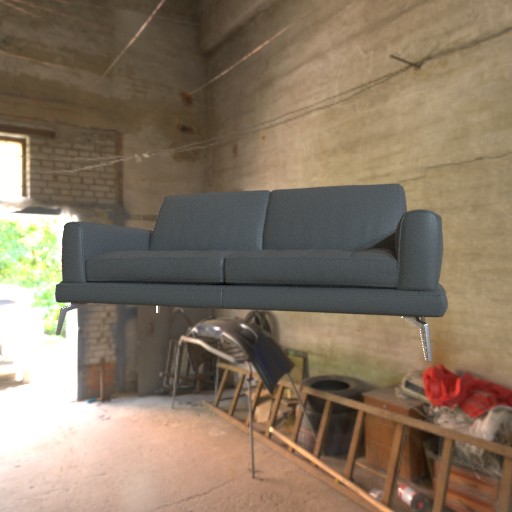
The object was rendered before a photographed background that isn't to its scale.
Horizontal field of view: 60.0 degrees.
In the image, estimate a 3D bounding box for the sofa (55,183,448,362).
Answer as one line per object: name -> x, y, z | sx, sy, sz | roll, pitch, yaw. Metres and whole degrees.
sofa -> 0.000, 0.000, 2.765 | 2.177, 0.930, 1.121 | 0, 0, 20
